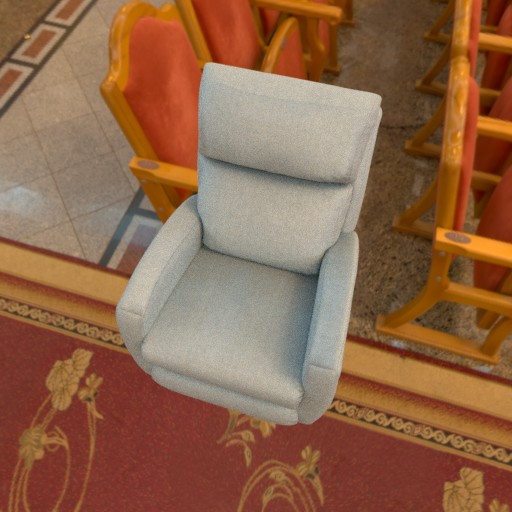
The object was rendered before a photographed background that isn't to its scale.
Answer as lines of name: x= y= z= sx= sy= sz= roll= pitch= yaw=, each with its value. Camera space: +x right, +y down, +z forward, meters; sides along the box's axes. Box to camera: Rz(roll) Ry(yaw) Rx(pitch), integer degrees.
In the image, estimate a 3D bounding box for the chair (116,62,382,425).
chair: x=0.000 y=0.000 z=1.654 sx=0.794 sy=1.016 sz=0.940 roll=15 pitch=59 yaw=9
